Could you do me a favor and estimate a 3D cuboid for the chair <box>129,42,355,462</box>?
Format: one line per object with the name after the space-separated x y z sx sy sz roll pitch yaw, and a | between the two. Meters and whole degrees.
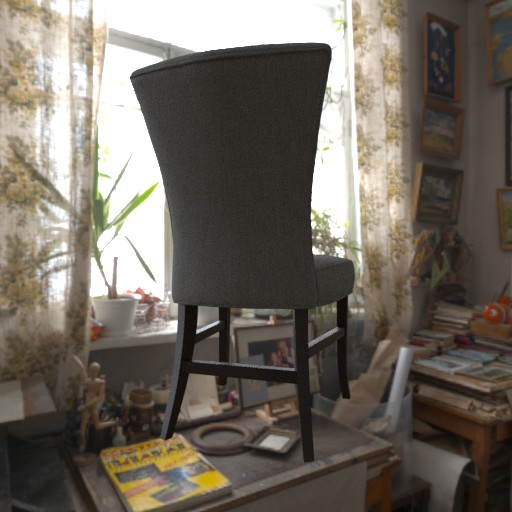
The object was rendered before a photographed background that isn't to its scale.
0.000 0.000 1.319 0.520 0.991 0.660 0 1 18 | chair
